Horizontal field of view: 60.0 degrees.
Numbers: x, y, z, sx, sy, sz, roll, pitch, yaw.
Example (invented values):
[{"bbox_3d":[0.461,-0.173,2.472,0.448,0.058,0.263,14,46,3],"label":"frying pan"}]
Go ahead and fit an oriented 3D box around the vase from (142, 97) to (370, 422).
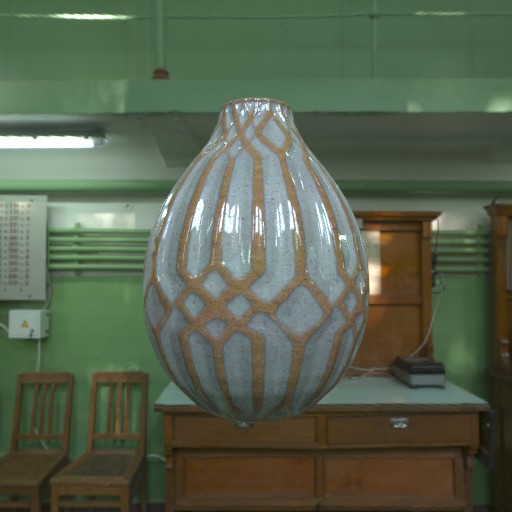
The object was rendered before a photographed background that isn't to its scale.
[{"bbox_3d":[0.000,0.000,0.264,0.131,0.175,0.131,0,-1,0],"label":"vase"}]
